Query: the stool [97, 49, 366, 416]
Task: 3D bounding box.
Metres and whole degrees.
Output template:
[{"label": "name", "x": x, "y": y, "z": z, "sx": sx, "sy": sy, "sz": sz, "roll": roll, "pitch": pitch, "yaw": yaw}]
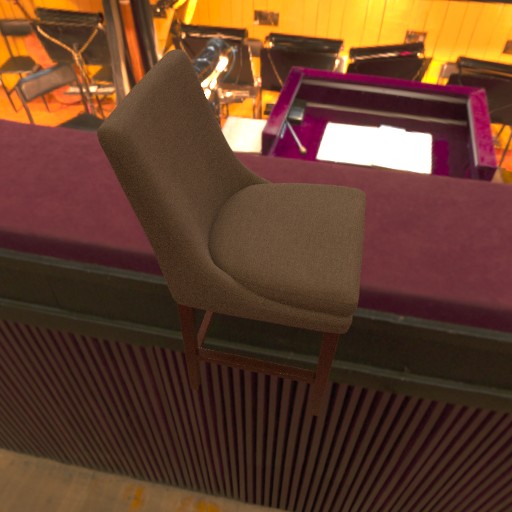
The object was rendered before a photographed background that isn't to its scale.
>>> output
[{"label": "stool", "x": 0.000, "y": 0.000, "z": 1.285, "sx": 0.577, "sy": 0.981, "sz": 0.470, "roll": 9, "pitch": 47, "yaw": 9}]
